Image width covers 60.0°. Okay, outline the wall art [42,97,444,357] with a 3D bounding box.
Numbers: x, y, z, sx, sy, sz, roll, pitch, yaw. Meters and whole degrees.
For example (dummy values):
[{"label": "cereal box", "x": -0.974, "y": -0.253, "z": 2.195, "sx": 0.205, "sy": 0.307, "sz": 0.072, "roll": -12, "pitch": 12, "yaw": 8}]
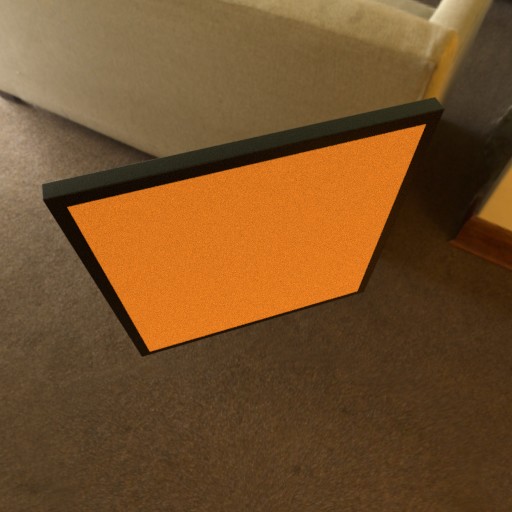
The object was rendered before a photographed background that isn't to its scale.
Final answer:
[{"label": "wall art", "x": 0.000, "y": 0.000, "z": 1.126, "sx": 0.755, "sy": 0.761, "sz": 0.038, "roll": -15, "pitch": 59, "yaw": -9}]
